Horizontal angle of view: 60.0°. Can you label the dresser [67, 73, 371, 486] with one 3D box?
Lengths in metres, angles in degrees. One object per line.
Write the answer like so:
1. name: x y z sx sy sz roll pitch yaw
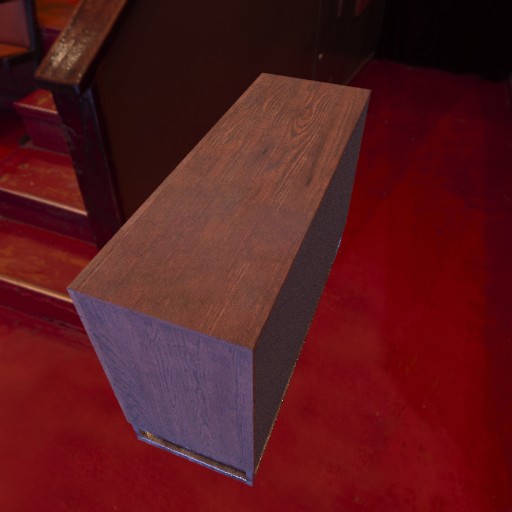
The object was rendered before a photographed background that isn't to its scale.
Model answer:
1. dresser: 0.000 0.000 2.148 0.623 1.061 1.646 15 47 15
